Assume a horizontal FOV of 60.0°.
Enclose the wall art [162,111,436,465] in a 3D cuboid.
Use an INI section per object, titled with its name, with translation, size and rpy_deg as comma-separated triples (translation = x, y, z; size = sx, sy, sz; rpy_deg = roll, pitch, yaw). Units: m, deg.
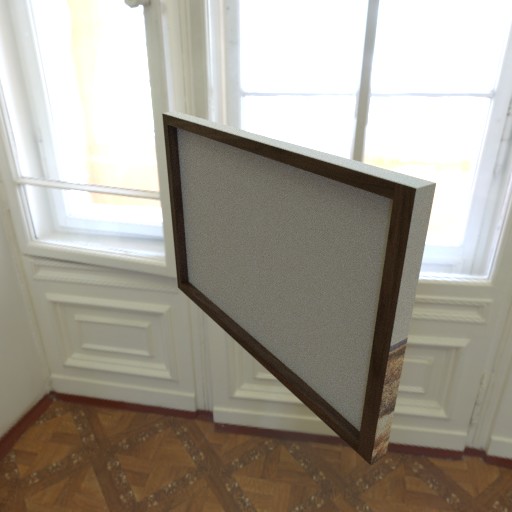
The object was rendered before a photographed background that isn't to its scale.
[wall art]
translation = 0.000, 0.000, 1.152
size = 0.050, 0.610, 0.914
rpy_deg = -17, 31, -31
